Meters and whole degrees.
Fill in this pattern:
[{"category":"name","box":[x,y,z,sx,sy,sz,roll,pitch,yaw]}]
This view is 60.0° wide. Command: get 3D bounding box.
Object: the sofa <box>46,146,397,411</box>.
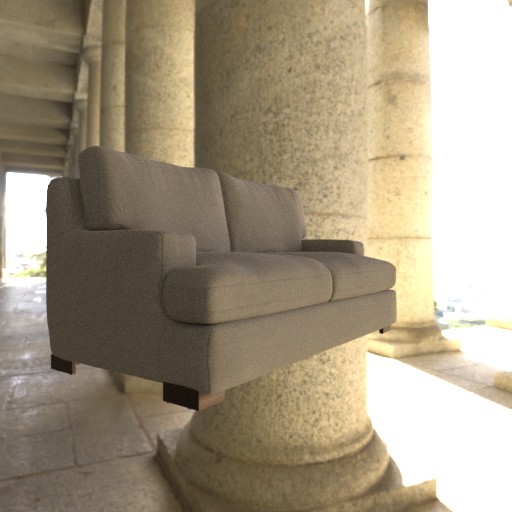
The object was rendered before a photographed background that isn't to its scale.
[{"category":"sofa","box":[0.000,0.000,2.379,0.962,0.980,1.855,0,1,36]}]
